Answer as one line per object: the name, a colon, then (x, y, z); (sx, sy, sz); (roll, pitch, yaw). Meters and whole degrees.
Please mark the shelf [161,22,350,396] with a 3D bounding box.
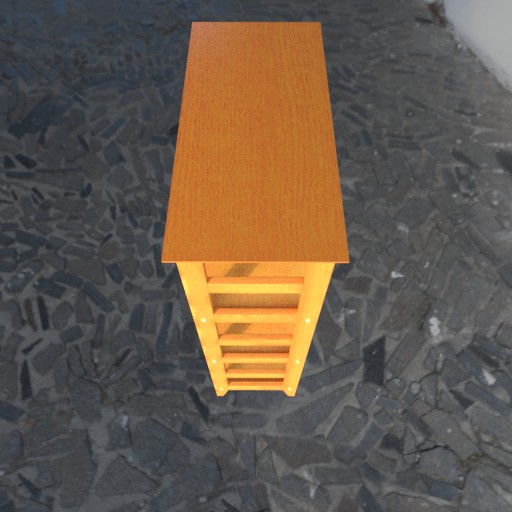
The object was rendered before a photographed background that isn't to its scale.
shelf: (0.000, 0.000, 1.344); (0.305, 1.067, 0.660); (0, 59, 0)
